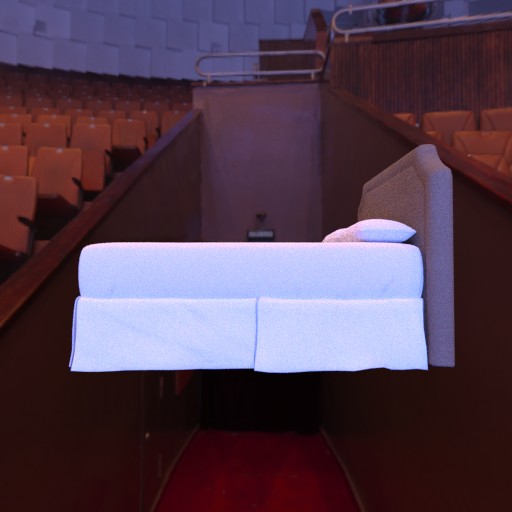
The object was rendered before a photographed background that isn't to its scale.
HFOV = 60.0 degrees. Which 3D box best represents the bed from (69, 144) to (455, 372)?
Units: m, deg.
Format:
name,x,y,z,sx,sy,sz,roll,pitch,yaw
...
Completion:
name,x,y,z,sx,sy,sz,roll,pitch,yaw
bed,0.000,0.000,3.197,2.116,1.290,1.693,0,-1,-1
